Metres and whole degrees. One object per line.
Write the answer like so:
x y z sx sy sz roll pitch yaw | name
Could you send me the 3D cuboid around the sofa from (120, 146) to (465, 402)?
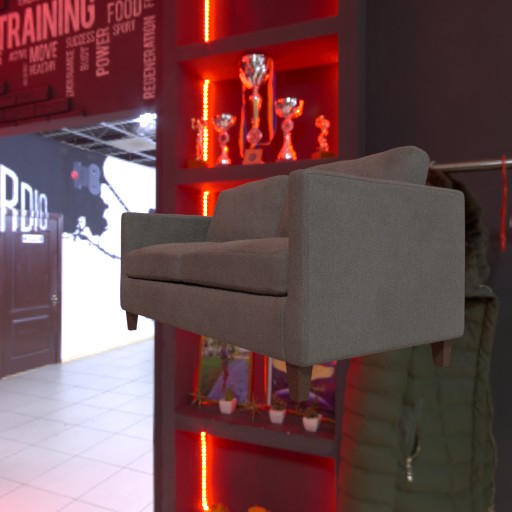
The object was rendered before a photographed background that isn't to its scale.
0.000 0.000 2.418 0.950 0.963 1.884 0 0 -35 | sofa
